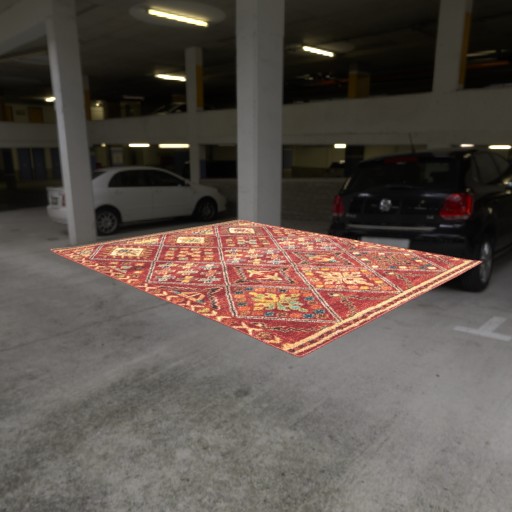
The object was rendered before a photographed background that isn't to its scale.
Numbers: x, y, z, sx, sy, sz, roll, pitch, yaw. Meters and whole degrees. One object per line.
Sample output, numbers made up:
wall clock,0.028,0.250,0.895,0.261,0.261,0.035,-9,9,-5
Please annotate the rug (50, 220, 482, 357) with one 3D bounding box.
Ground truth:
rug,0.000,0.000,4.039,3.086,0.030,2.489,14,20,43
